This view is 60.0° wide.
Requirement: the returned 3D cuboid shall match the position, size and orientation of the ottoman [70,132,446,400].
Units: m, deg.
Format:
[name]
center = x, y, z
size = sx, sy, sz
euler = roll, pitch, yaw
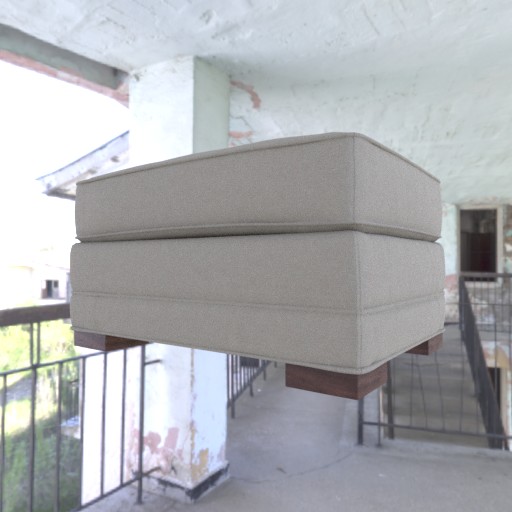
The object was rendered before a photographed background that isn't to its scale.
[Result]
[ottoman]
center = 0.000, 0.000, 1.186
size = 0.848, 0.482, 0.611
euler = -1, -1, 36
